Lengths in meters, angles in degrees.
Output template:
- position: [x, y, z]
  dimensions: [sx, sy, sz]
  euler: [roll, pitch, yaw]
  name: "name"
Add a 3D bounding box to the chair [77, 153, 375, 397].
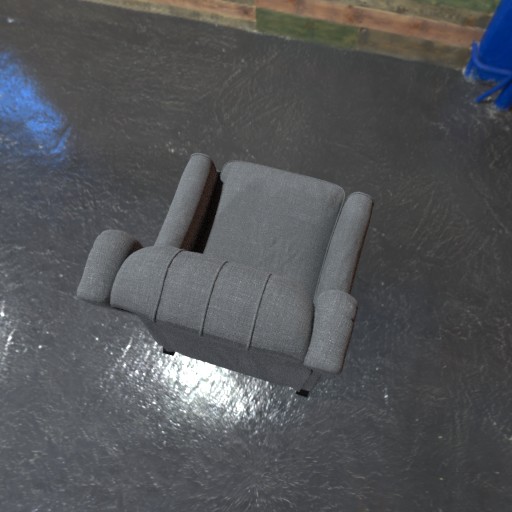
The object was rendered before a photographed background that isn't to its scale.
- position: [0.000, 0.000, 1.626]
  dimensions: [0.742, 1.035, 0.898]
  euler: [15, 65, 7]
  name: "chair"
